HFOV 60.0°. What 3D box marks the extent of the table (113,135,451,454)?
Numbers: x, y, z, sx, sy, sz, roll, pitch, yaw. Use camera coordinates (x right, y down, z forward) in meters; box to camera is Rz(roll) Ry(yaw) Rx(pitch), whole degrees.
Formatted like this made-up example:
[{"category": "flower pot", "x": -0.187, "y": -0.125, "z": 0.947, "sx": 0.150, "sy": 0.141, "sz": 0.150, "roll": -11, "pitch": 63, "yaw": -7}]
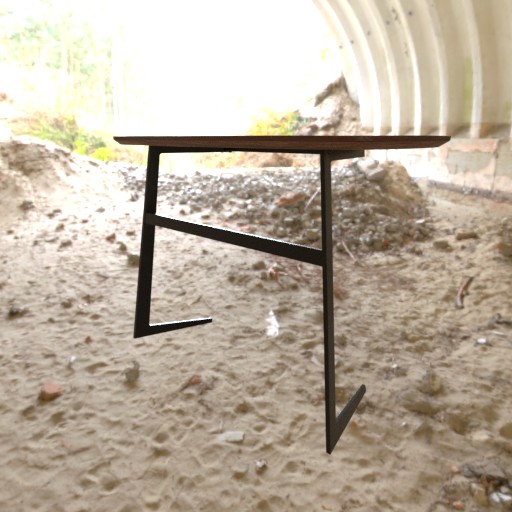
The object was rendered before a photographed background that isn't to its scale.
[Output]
[{"category": "table", "x": 0.000, "y": 0.000, "z": 1.102, "sx": 0.804, "sy": 0.576, "sz": 0.361, "roll": 14, "pitch": 21, "yaw": 43}]
